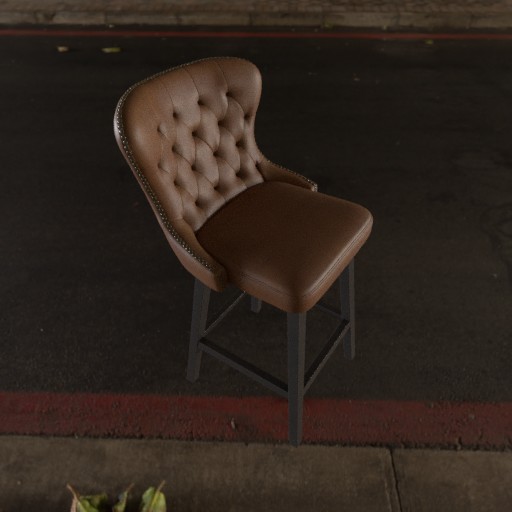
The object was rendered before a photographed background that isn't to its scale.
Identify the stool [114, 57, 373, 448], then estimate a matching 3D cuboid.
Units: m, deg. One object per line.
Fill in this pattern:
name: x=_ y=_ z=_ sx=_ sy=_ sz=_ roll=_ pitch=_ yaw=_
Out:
stool: x=0.000 y=0.000 z=1.317 sx=0.593 sy=0.971 sz=0.528 roll=23 pitch=45 yaw=26
